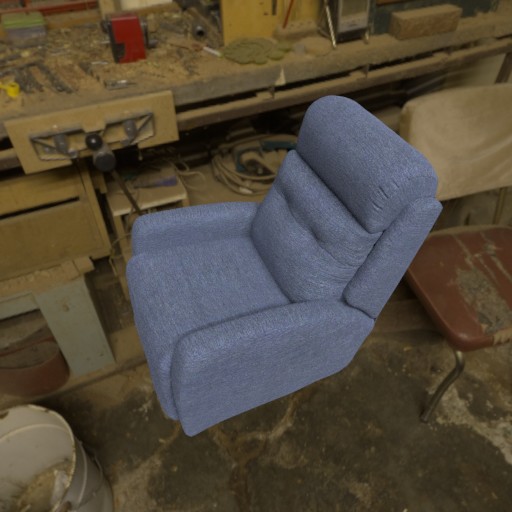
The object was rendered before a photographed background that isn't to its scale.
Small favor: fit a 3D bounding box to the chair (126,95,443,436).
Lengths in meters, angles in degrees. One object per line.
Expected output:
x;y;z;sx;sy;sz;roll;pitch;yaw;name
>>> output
0.000;0.000;1.759;1.043;1.013;0.798;-17;48;-16;chair
